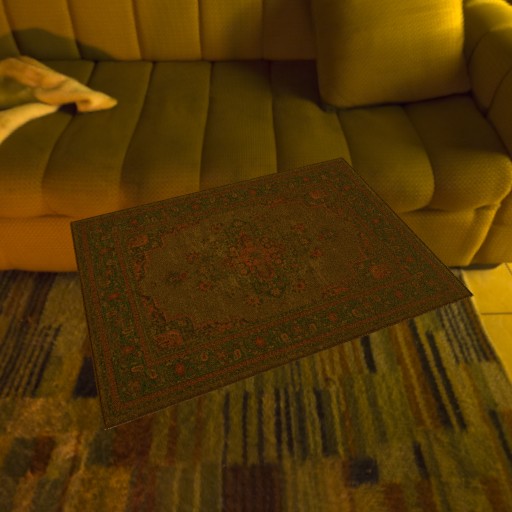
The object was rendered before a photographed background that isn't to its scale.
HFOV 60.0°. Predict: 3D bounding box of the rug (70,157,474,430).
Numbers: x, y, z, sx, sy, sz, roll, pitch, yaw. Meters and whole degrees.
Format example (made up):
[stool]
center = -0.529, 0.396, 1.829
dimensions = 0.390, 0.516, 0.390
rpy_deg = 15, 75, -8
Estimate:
[rug]
center = 0.000, 0.000, 2.922
dimensions = 2.214, 0.013, 1.609
rpy_deg = -16, 48, -15
